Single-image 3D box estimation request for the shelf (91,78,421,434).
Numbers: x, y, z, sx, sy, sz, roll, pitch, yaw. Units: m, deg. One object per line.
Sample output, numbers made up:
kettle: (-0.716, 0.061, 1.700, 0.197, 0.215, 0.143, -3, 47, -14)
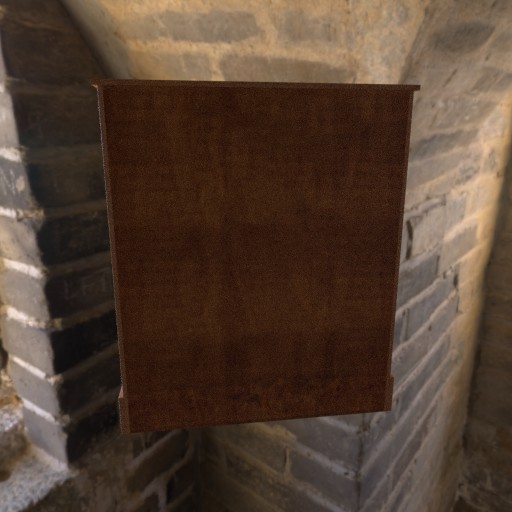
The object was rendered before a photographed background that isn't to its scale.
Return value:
shelf: (0.000, 0.000, 1.378, 0.840, 0.980, 0.291, -2, 14, -8)
